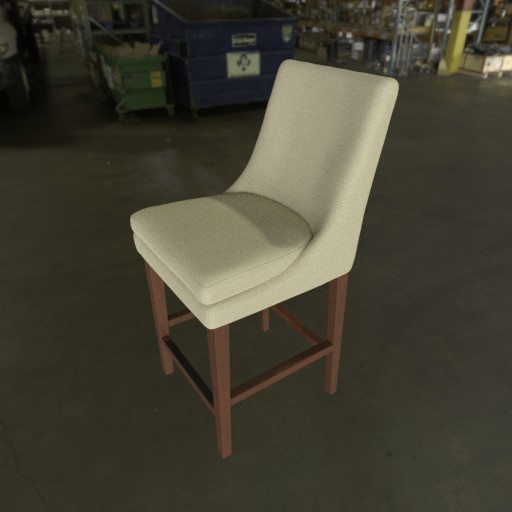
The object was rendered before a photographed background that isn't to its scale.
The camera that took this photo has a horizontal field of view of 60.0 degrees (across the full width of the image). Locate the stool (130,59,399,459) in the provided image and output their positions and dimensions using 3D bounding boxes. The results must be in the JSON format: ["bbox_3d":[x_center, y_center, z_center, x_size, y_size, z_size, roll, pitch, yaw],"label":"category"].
[{"bbox_3d":[0.000,0.000,1.290,0.577,0.981,0.470,-19,36,-29],"label":"stool"}]
